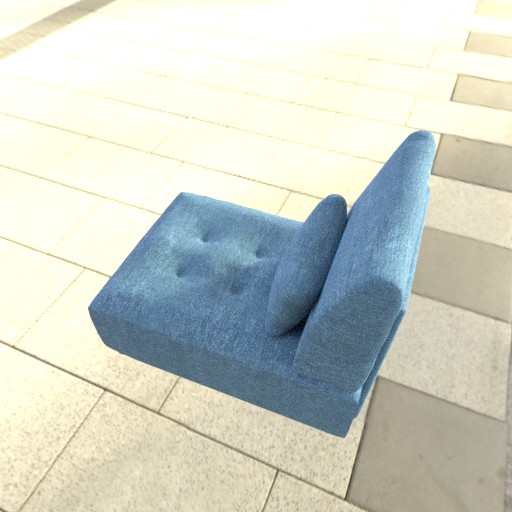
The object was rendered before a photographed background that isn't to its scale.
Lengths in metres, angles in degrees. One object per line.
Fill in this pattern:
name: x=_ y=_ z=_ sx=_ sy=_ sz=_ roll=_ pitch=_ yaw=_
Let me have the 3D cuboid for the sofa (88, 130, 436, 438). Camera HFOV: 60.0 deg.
sofa: x=0.000 y=0.000 z=1.558 sx=1.000 sy=0.820 sz=0.700 roll=16 pitch=49 yaw=14
